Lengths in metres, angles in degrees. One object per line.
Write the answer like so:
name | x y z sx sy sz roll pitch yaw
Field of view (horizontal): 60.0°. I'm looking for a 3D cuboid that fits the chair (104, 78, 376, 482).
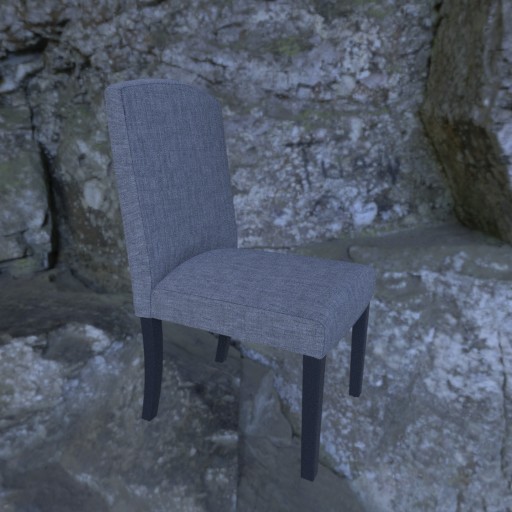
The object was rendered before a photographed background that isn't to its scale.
chair | 0.000 0.000 1.194 0.580 0.917 0.451 8 16 27
